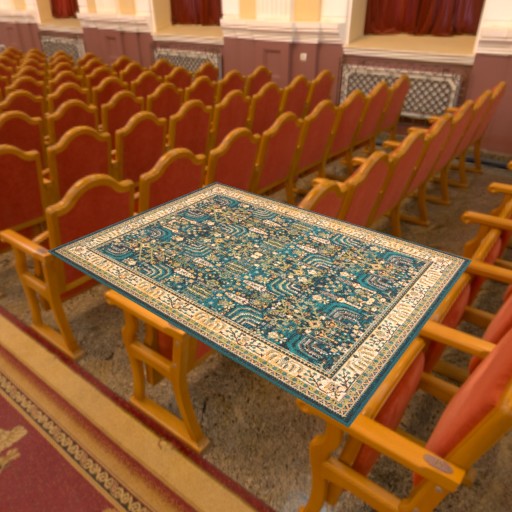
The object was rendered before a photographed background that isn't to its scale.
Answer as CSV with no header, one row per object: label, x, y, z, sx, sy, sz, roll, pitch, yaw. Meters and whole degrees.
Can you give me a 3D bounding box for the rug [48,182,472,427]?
rug,0.000,0.000,3.935,3.044,0.015,2.226,22,37,33
